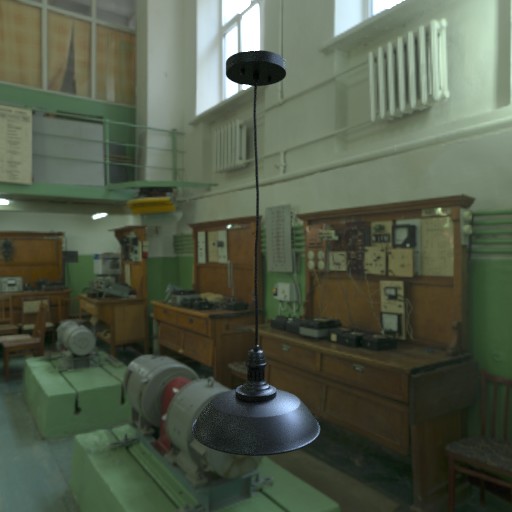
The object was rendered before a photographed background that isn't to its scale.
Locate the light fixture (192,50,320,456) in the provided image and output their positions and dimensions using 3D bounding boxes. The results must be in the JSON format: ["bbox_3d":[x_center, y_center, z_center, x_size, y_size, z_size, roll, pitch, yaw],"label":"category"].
[{"bbox_3d":[0.000,0.000,1.149,0.331,0.993,0.331,0,0,-36],"label":"light fixture"}]
